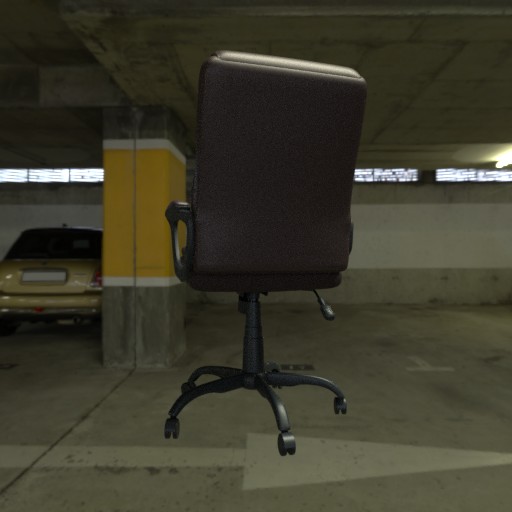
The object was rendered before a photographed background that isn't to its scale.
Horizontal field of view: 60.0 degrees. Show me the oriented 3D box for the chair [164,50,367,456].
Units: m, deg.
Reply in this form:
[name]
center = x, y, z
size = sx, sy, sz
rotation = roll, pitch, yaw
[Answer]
[chair]
center = 0.000, 0.000, 1.464
size = 0.615, 1.072, 0.655
rotation = 0, 0, -17
